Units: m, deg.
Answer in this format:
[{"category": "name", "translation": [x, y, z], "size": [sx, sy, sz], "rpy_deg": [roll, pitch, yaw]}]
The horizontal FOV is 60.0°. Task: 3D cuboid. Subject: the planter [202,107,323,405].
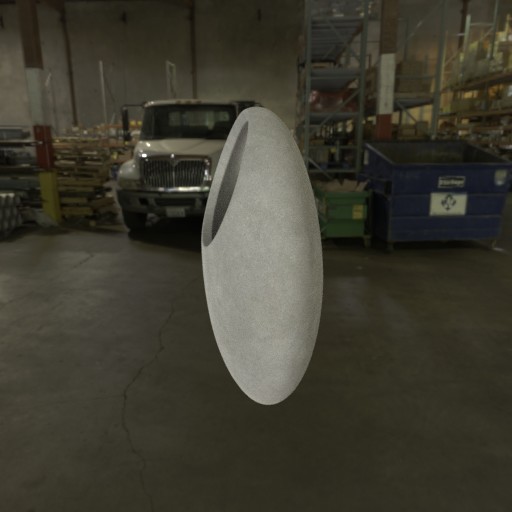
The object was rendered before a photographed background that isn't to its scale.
[{"category": "planter", "translation": [0.000, 0.000, 0.294], "size": [0.071, 0.188, 0.185], "rpy_deg": [-2, 15, -9]}]
